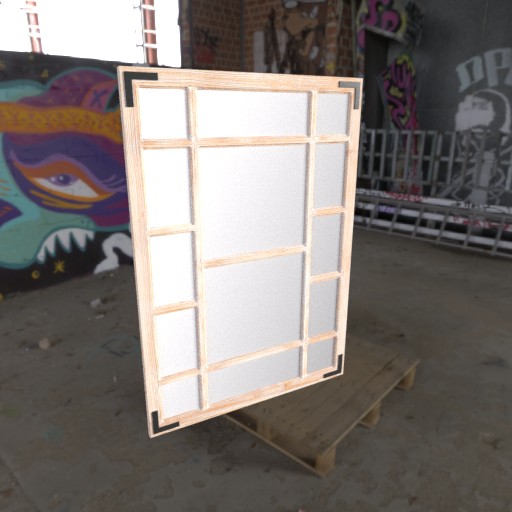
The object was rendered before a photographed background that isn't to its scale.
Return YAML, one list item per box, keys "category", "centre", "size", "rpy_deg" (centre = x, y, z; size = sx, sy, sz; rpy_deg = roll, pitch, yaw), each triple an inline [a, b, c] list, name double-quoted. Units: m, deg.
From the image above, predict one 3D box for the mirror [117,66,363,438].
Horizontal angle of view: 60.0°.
- category: "mirror"
  centre: [0.000, 0.000, 1.301]
  size: [0.705, 0.996, 0.025]
  rpy_deg: [-9, 20, -27]
